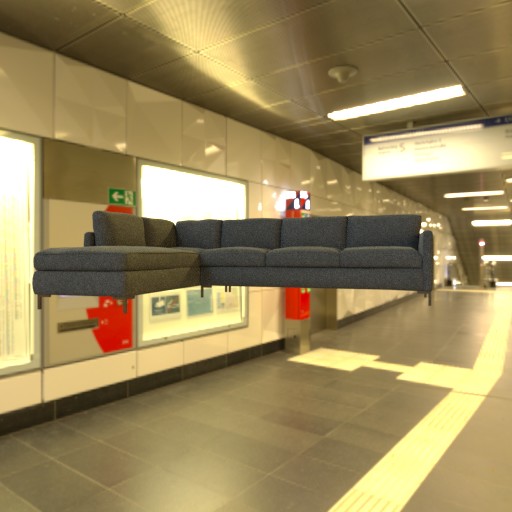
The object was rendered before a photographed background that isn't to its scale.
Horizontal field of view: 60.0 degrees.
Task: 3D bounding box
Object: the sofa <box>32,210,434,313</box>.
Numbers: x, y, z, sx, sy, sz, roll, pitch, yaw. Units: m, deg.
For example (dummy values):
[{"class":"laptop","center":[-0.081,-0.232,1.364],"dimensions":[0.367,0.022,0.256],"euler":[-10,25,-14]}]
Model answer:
[{"class":"sofa","center":[0.000,0.000,3.846],"dimensions":[2.949,0.815,2.007],"euler":[0,0,18]}]
